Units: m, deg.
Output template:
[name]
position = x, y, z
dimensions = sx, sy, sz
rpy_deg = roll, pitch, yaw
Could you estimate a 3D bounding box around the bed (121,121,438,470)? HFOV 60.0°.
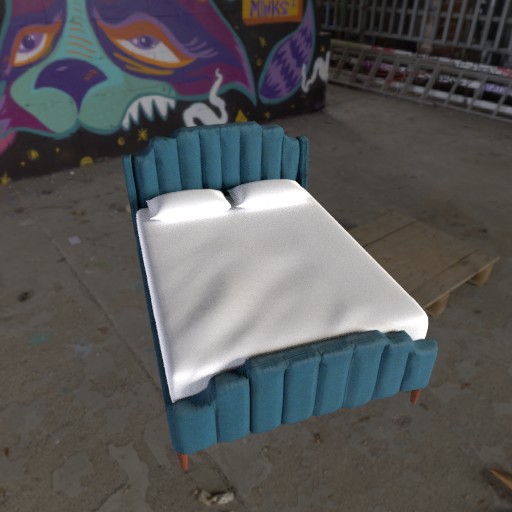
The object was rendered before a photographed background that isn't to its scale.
[bed]
position = 0.000, 0.000, 3.320
dimensions = 1.676, 1.351, 2.322
rpy_deg = -10, 34, -15
